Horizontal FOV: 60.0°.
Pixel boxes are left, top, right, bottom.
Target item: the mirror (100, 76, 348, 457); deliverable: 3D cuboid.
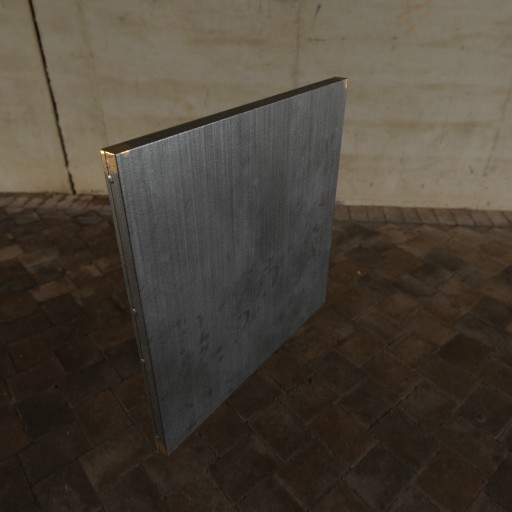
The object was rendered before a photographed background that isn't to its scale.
[{"bbox_3d":[0.000,0.000,0.572,0.020,0.381,0.382,22,38,31],"label":"mirror"}]
